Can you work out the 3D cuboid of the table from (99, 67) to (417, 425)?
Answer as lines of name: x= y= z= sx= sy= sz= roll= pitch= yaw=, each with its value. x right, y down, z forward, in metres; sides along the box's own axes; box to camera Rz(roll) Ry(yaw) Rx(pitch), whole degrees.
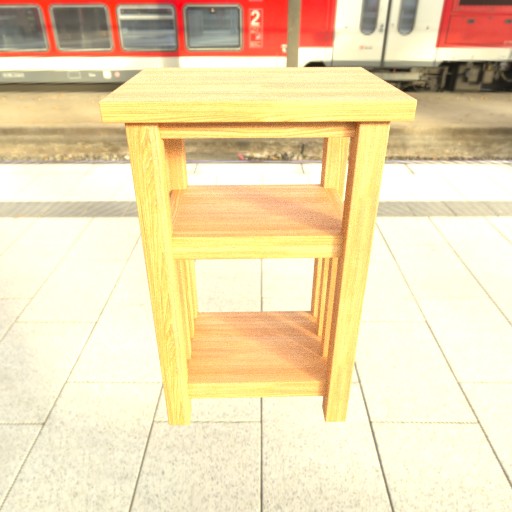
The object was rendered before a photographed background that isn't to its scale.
table: x=0.000 y=0.000 z=0.740 sx=0.350 sy=0.550 sz=0.270 roll=-1 pitch=30 yaw=-1
